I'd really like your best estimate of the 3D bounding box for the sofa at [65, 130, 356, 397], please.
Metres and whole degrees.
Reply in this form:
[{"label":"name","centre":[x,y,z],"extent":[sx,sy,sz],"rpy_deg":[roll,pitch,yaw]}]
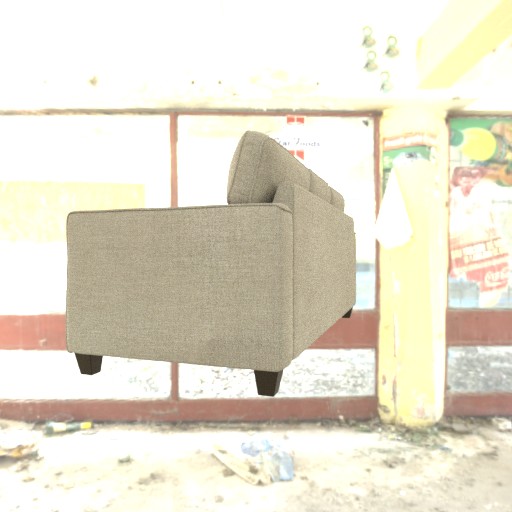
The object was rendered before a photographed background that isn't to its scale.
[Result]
[{"label":"sofa","centre":[0.000,0.000,2.632],"extent":[0.939,0.965,2.133],"rpy_deg":[0,0,19]}]
